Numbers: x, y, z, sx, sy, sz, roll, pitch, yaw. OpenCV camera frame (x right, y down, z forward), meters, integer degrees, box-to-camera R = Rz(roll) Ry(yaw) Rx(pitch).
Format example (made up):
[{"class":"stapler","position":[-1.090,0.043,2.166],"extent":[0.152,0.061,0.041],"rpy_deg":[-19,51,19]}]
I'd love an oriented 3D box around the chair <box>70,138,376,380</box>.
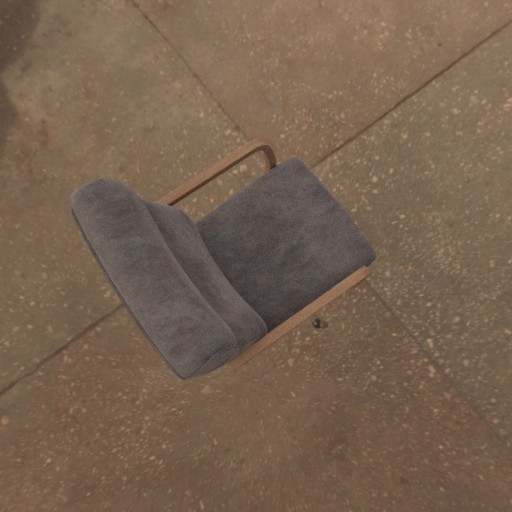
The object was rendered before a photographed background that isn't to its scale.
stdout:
[{"class":"chair","position":[0.000,0.000,1.460],"extent":[0.741,1.029,0.640],"rpy_deg":[-34,77,-9]}]
